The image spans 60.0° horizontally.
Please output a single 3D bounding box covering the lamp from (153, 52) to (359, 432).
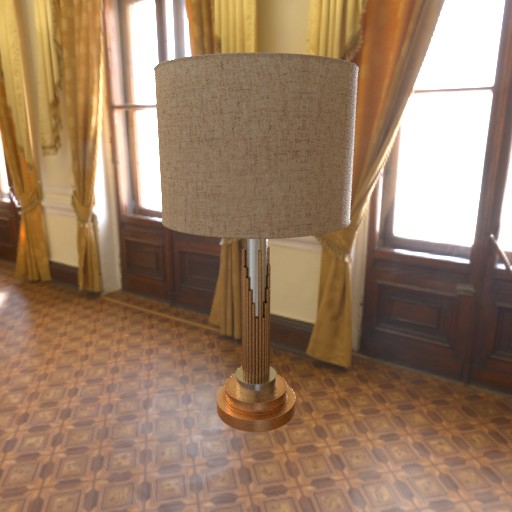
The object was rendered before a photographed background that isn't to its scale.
[{"bbox_3d":[0.000,0.000,0.787,0.321,0.610,0.321,-14,20,-43],"label":"lamp"}]
